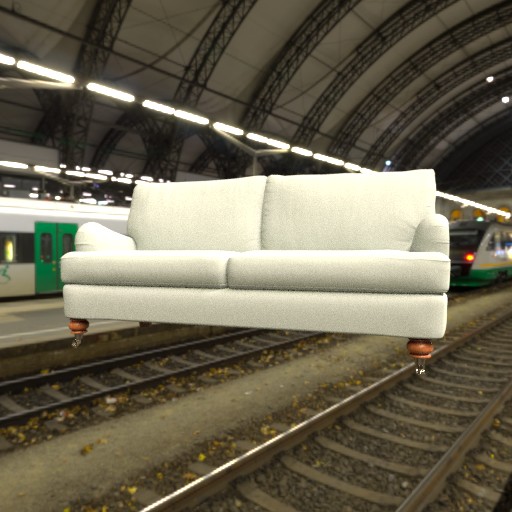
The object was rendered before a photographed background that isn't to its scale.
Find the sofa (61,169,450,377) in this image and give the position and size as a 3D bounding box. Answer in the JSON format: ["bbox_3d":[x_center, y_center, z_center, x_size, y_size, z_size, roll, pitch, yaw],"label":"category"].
[{"bbox_3d":[0.000,0.000,2.780,2.193,1.096,1.069,0,1,18],"label":"sofa"}]
